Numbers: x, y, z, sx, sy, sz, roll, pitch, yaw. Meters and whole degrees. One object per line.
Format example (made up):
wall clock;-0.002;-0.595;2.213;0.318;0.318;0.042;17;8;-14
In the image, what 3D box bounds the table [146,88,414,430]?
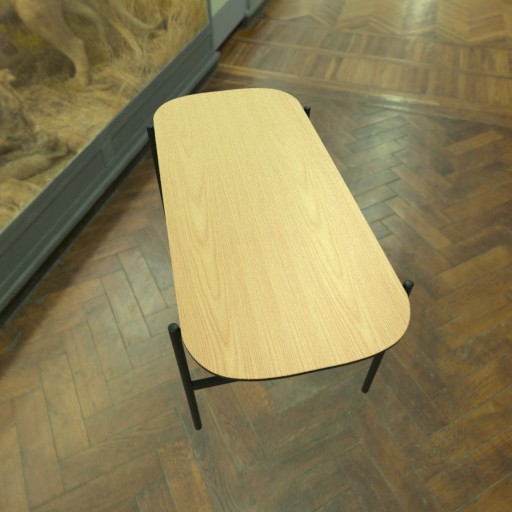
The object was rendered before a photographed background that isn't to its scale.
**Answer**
table;0.000;0.000;1.028;0.400;0.400;0.800;-9;49;-8
